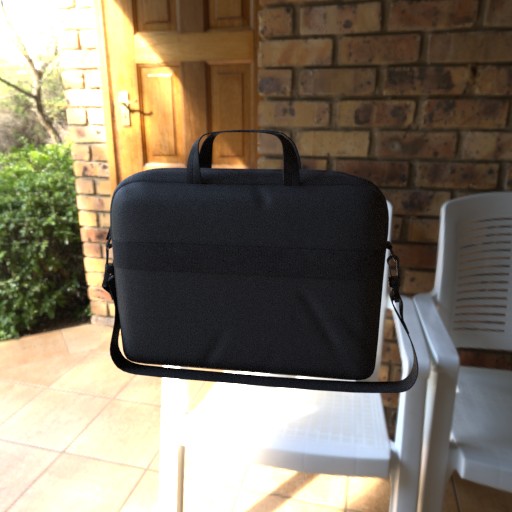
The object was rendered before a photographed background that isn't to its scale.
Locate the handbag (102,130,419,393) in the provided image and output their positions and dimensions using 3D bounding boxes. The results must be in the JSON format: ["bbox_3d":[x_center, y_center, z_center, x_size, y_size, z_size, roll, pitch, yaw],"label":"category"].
[{"bbox_3d":[0.000,0.000,0.446,0.320,0.244,0.089,2,17,8],"label":"handbag"}]
